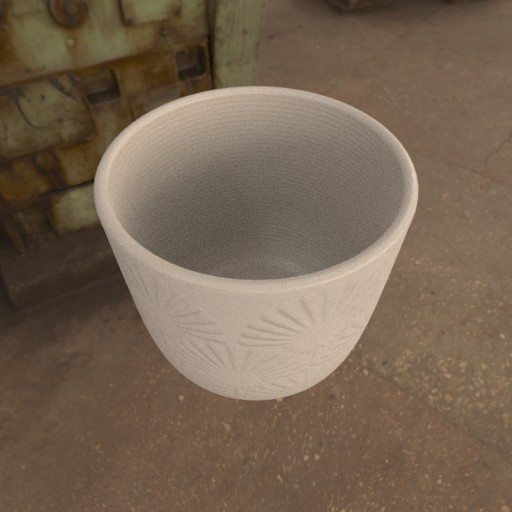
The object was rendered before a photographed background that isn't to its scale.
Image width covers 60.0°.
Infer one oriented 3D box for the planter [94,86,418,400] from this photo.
[{"bbox_3d":[0.000,0.000,0.213,0.124,0.109,0.124,0,49,0],"label":"planter"}]
